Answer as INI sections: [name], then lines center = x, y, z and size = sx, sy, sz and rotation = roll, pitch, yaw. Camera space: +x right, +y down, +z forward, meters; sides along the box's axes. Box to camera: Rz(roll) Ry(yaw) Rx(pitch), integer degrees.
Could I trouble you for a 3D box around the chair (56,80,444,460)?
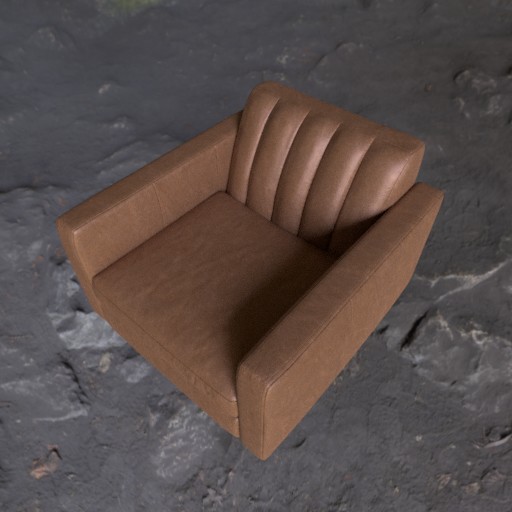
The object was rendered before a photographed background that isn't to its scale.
[chair]
center = 0.000, 0.000, 1.649
size = 0.953, 0.819, 0.998
rotation = 32, 55, 26
